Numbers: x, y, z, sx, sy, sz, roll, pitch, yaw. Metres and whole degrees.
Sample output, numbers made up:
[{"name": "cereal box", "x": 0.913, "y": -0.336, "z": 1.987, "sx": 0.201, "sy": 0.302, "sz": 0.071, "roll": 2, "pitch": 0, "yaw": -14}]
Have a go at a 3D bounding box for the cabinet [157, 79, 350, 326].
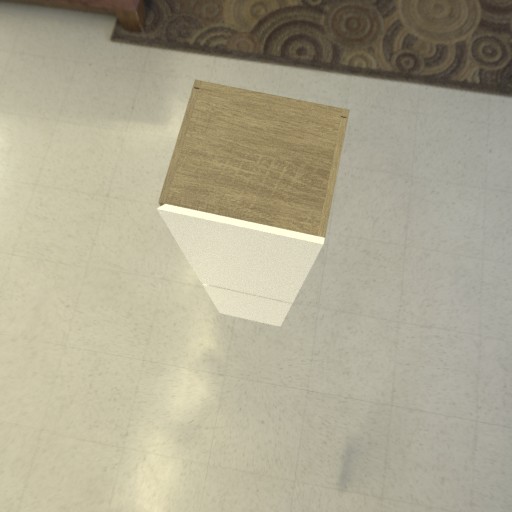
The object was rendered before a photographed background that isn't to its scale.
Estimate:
[{"name": "cabinet", "x": 0.000, "y": 0.000, "z": 1.483, "sx": 0.300, "sy": 1.400, "sz": 0.270, "roll": 12, "pitch": 76, "yaw": 3}]
